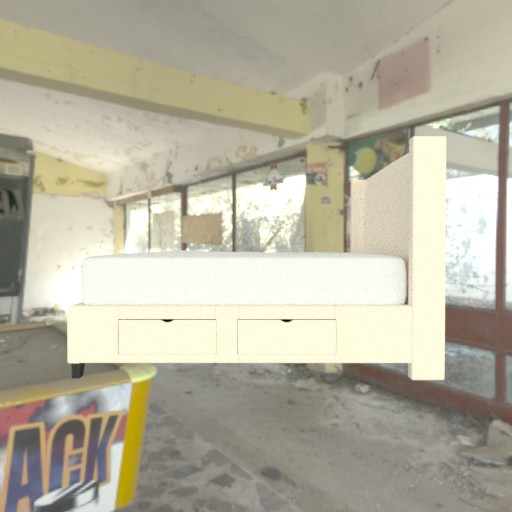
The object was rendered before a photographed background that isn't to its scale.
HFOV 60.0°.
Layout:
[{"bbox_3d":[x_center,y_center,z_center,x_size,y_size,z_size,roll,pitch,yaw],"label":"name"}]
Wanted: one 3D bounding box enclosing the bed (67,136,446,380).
[{"bbox_3d":[0.000,0.000,3.536,2.280,1.471,1.765,0,1,0],"label":"bed"}]
